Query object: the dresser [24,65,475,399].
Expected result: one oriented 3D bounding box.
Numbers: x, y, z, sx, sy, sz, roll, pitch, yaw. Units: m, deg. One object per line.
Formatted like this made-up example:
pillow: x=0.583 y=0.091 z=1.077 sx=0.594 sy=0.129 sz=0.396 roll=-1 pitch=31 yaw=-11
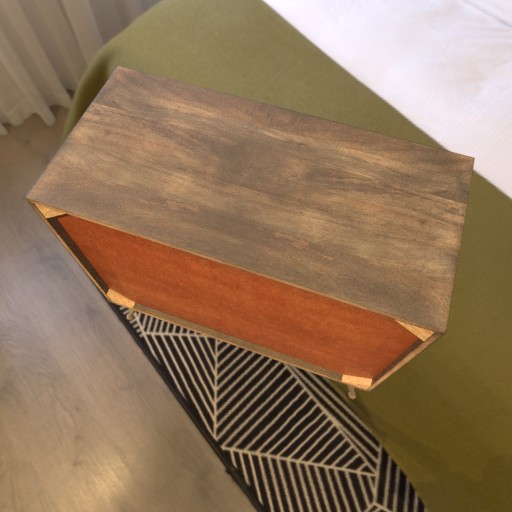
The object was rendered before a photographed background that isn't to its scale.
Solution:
dresser: x=0.000 y=0.000 z=1.360 sx=0.923 sy=0.801 sz=0.453 roll=17 pitch=64 yaw=9
